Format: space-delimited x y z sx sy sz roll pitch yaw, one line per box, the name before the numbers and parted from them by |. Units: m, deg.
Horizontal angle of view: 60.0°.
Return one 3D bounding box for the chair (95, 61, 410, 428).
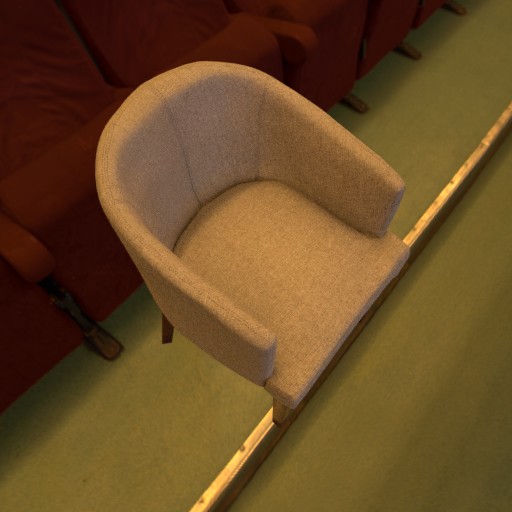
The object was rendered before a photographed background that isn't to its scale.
chair | 0.000 0.000 1.212 0.655 0.811 0.583 35 65 19
